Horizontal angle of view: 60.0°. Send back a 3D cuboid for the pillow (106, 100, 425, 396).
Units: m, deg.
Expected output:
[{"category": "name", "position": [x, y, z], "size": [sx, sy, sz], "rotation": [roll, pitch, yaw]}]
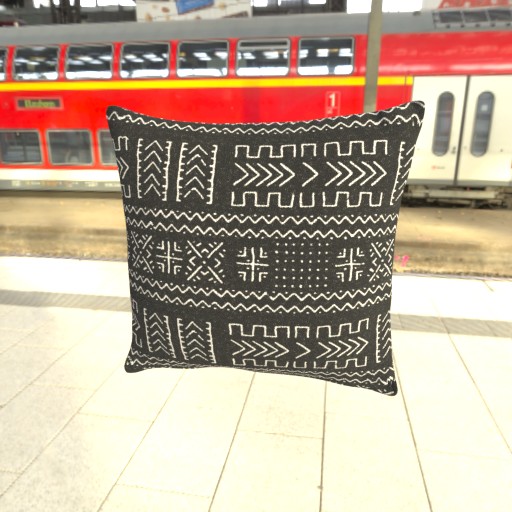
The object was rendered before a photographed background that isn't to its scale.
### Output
[{"category": "pillow", "position": [0.000, 0.000, 0.651], "size": [0.438, 0.430, 0.164], "rotation": [2, 17, 8]}]
